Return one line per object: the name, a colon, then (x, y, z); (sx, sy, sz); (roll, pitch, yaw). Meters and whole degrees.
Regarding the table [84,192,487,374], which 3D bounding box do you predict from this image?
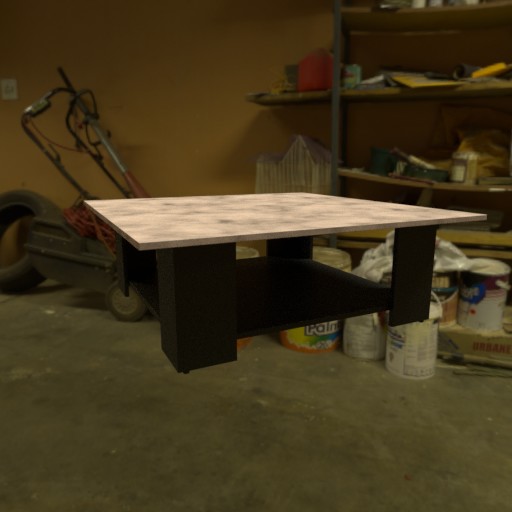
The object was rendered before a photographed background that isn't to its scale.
table: (0.000, 0.000, 1.372); (0.890, 0.305, 0.890); (-6, 14, -26)
